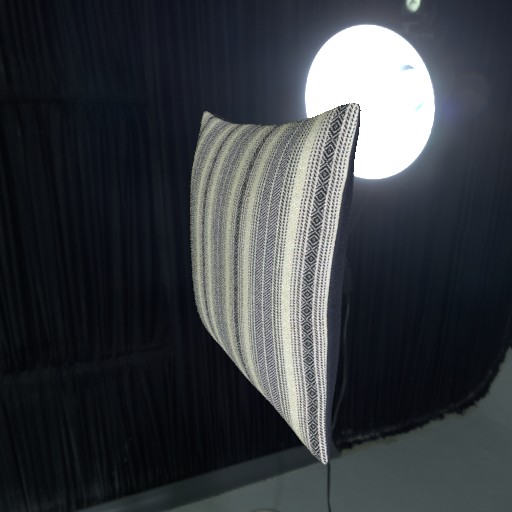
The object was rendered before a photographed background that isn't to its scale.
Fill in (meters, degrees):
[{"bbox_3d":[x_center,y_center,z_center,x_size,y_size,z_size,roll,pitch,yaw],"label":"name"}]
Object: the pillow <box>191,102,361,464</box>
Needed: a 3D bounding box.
[{"bbox_3d":[0.000,0.000,0.801,0.166,0.508,0.520,-8,18,-25],"label":"pillow"}]
